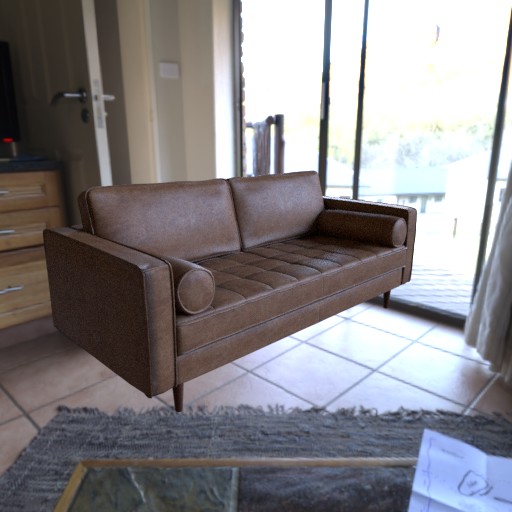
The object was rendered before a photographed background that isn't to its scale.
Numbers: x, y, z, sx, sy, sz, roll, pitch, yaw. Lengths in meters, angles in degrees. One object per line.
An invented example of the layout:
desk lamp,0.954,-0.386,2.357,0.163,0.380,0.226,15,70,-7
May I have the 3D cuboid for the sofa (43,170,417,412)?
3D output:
sofa,0.000,0.000,2.416,1.920,0.825,0.924,-14,20,-43
